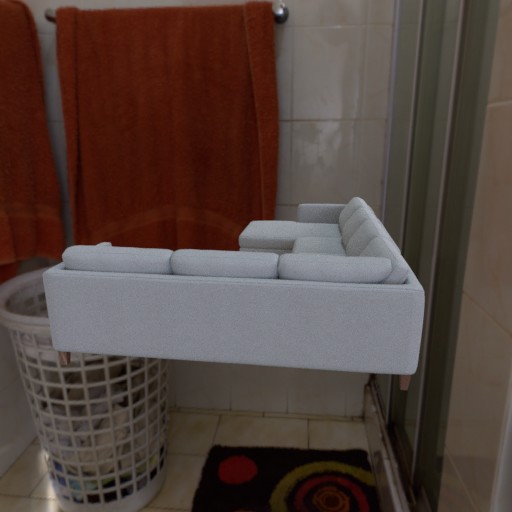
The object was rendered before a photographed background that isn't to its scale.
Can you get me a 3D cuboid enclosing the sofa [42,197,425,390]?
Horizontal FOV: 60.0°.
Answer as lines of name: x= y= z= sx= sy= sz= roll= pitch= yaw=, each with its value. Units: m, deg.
sofa: x=0.000 y=0.000 z=4.435 sx=2.551 sy=0.853 sz=3.238 roll=2 pitch=16 yaw=8
